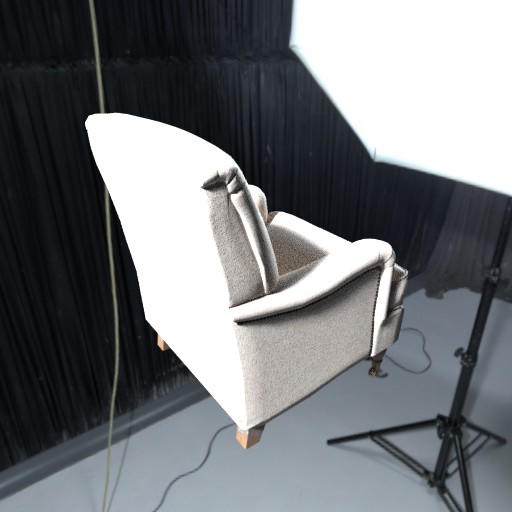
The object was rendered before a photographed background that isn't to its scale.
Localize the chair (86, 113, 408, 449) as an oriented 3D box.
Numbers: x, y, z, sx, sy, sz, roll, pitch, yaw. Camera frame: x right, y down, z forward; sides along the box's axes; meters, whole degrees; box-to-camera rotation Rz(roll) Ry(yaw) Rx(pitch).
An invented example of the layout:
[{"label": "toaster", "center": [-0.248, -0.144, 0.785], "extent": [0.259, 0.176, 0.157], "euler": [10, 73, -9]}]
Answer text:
[{"label": "chair", "center": [0.000, 0.000, 1.788], "extent": [0.953, 1.119, 0.879], "euler": [-18, 32, -31]}]
